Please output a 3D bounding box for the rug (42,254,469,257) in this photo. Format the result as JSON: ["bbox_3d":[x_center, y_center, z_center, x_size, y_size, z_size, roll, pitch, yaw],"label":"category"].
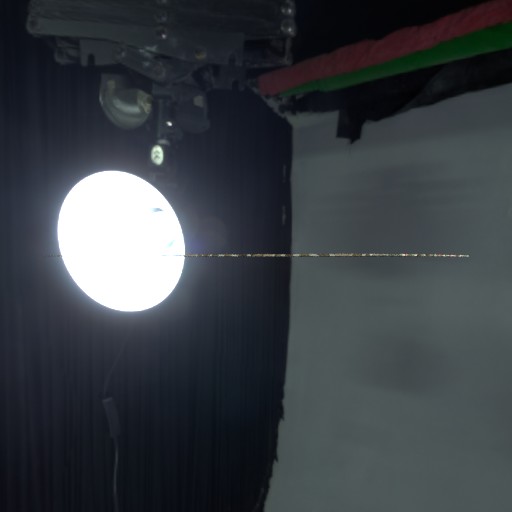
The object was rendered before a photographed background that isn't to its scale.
[{"bbox_3d":[0.000,0.000,2.257,1.829,0.008,1.219,0,0,34],"label":"rug"}]
